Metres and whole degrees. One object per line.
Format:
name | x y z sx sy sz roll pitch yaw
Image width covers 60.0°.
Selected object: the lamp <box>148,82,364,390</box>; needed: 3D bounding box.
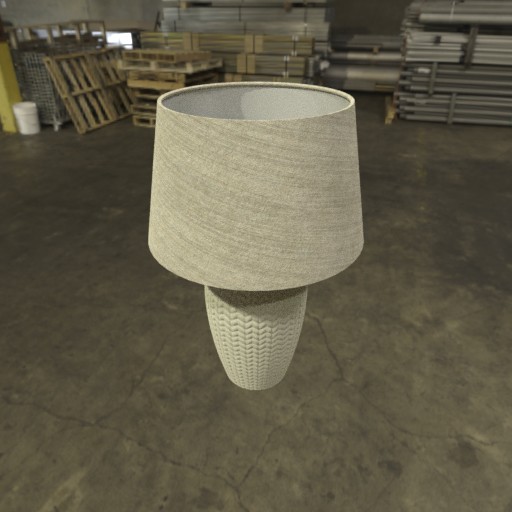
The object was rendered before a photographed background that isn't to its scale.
lamp | 0.000 0.000 0.847 0.390 0.580 0.390 0 30 0
